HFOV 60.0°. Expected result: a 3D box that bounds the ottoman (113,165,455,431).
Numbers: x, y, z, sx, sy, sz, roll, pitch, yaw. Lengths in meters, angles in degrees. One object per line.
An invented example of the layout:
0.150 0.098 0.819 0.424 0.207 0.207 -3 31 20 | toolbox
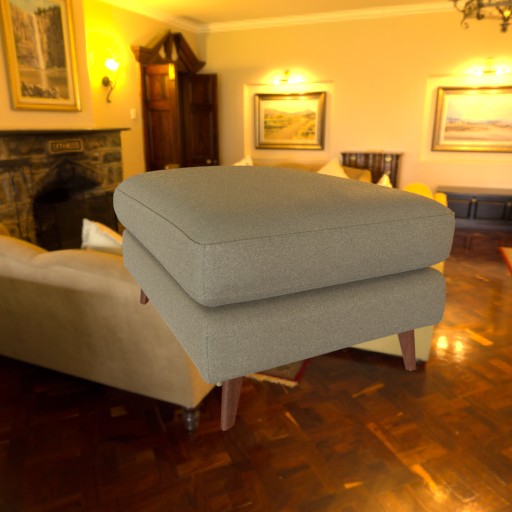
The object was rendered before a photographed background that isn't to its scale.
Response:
0.000 0.000 1.195 0.608 0.449 0.811 -8 19 -25 | ottoman
